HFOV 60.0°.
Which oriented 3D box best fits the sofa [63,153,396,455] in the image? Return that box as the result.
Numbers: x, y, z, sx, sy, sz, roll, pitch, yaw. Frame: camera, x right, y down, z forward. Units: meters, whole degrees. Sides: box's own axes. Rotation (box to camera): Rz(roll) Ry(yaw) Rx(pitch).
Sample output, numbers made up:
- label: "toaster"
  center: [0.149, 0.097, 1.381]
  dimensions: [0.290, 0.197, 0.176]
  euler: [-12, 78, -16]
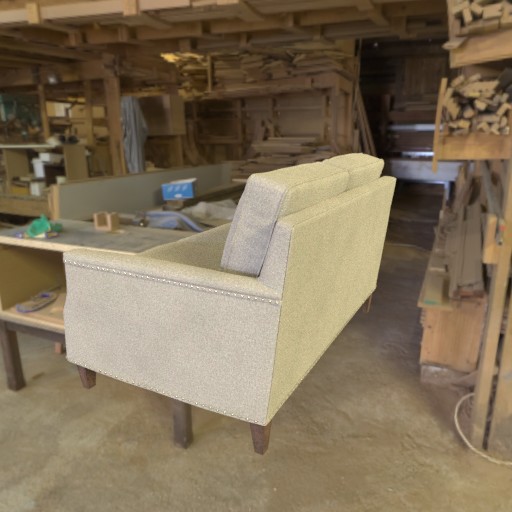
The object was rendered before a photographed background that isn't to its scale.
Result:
- label: "sofa"
  center: [0.000, 0.000, 2.283]
  dimensions: [1.084, 1.003, 1.597]
  euler: [9, 18, 27]
